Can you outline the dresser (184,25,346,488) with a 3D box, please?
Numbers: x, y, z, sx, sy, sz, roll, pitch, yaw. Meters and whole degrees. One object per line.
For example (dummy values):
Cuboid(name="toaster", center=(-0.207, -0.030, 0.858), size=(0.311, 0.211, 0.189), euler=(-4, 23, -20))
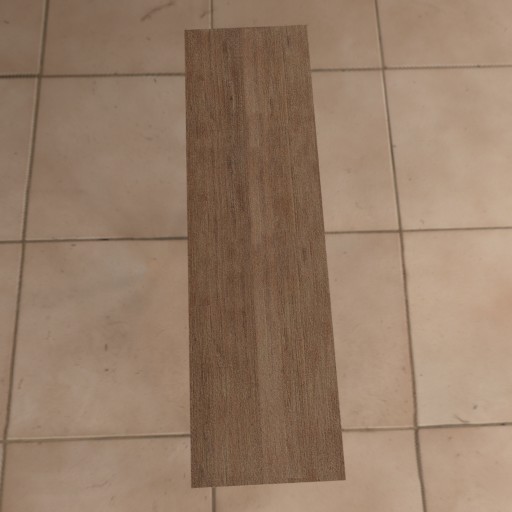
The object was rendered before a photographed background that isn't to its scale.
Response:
Cuboid(name="dresser", center=(0.000, 0.000, 1.860), size=(0.455, 0.805, 1.554), euler=(-3, 77, -1))
